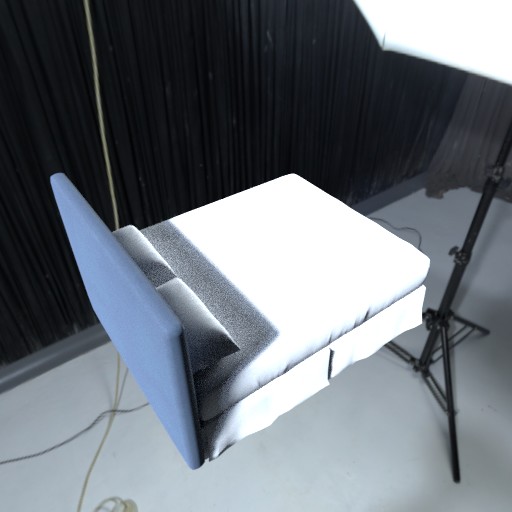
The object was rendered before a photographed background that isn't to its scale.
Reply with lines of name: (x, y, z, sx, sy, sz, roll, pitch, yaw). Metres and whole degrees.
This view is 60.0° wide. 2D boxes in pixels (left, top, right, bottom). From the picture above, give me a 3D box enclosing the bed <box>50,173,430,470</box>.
bed: (0.000, 0.000, 3.240, 2.162, 1.330, 1.713, -25, 46, -27)
